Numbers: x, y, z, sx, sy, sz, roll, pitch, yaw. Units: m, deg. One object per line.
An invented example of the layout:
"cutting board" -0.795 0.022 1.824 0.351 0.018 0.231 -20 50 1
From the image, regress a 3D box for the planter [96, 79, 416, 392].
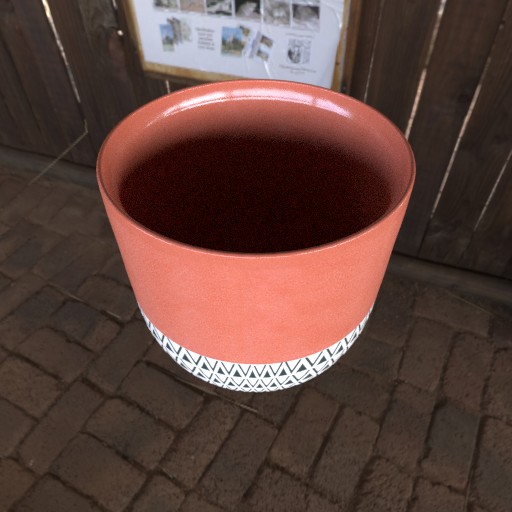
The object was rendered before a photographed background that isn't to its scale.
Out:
"planter" 0.000 0.000 0.475 0.266 0.270 0.266 0 46 0
